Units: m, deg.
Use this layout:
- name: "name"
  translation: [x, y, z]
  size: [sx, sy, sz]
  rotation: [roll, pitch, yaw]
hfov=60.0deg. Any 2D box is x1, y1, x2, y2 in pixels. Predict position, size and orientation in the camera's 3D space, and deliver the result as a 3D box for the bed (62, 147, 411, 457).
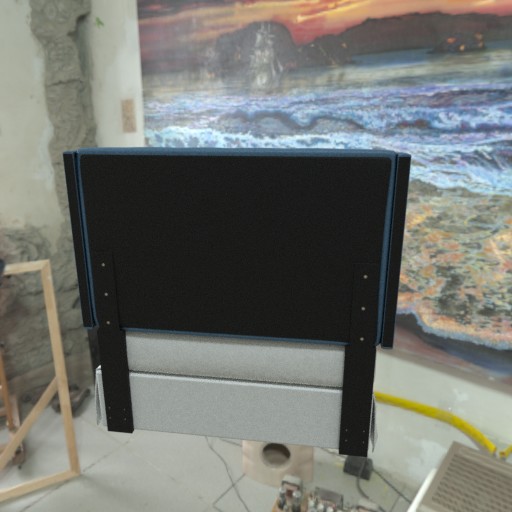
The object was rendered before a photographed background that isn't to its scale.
- name: "bed"
  translation: [0.000, 0.000, 3.321]
  size: [1.719, 1.665, 2.078]
  rotation: [2, 16, 8]
